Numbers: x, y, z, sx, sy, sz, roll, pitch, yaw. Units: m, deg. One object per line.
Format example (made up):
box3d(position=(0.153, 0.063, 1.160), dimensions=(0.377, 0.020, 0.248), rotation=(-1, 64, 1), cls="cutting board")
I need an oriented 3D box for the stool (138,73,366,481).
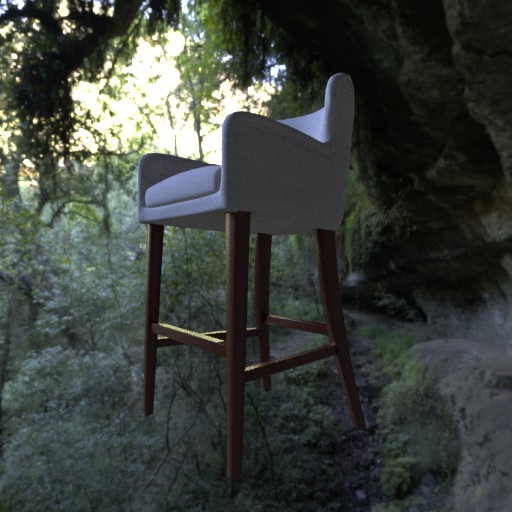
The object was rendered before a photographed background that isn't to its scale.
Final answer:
box3d(position=(0.000, 0.000, 1.376), dimensions=(0.563, 1.034, 0.556), rotation=(0, 0, -36), cls="stool")
